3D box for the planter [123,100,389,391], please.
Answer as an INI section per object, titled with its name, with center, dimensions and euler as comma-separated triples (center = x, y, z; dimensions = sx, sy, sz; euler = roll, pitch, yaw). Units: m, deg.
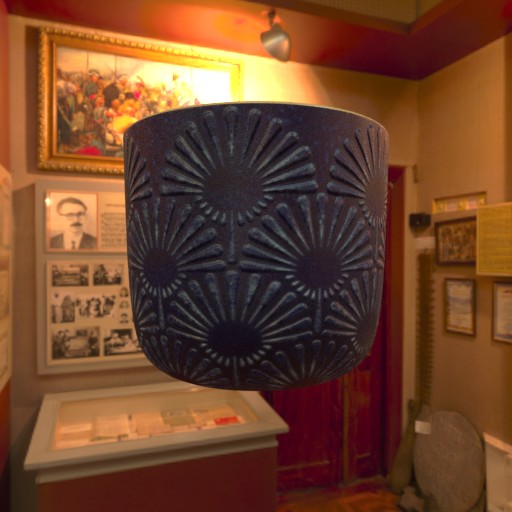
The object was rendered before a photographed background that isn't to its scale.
[planter]
center = 0.000, 0.000, 0.215
dimensions = 0.124, 0.109, 0.124
euler = 0, 0, 0
